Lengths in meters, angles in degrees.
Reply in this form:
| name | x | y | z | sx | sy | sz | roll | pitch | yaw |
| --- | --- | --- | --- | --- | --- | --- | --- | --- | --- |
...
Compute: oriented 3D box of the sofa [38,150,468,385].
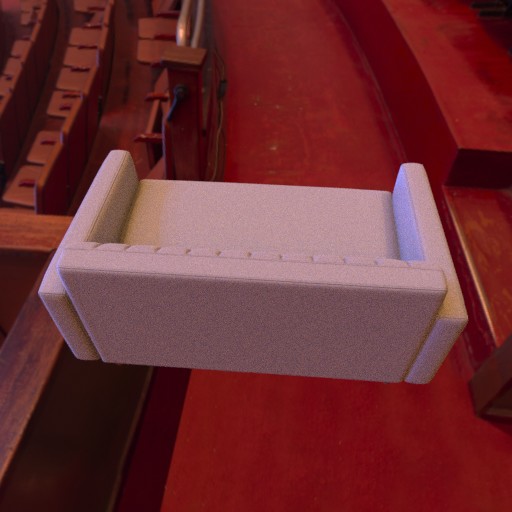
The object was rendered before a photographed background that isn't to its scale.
| name | x | y | z | sx | sy | sz | roll | pitch | yaw |
| --- | --- | --- | --- | --- | --- | --- | --- | --- | --- |
| sofa | 0.000 | 0.000 | 2.089 | 1.585 | 0.801 | 0.950 | 3 | 48 | 3 |
